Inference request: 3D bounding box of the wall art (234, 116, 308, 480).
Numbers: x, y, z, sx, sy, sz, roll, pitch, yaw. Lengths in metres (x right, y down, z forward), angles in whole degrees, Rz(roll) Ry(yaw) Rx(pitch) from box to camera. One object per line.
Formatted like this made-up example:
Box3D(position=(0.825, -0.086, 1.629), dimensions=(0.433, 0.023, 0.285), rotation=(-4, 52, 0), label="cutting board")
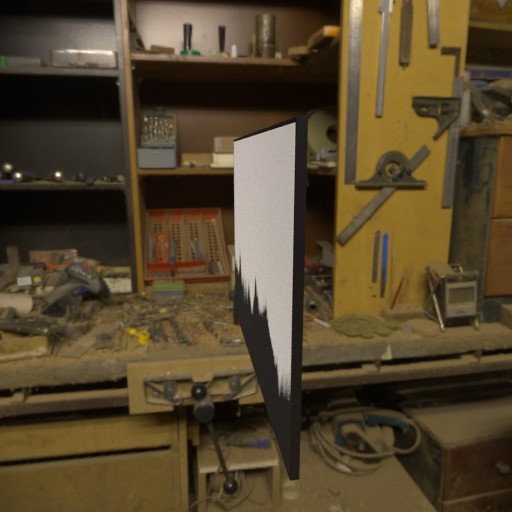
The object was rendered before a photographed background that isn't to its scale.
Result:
Box3D(position=(0.000, 0.000, 1.230), dimensions=(0.019, 0.660, 0.957), rotation=(-2, 13, -9), label="wall art")
